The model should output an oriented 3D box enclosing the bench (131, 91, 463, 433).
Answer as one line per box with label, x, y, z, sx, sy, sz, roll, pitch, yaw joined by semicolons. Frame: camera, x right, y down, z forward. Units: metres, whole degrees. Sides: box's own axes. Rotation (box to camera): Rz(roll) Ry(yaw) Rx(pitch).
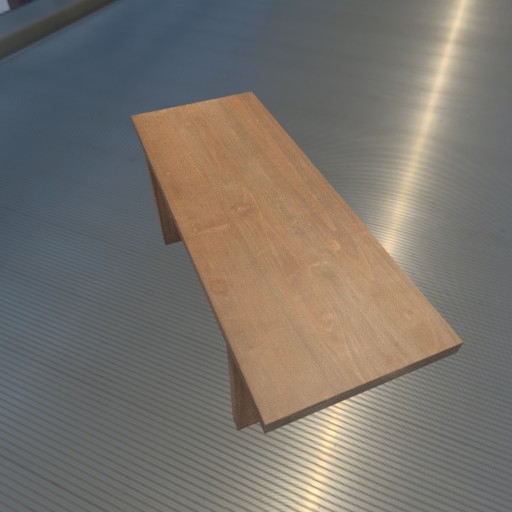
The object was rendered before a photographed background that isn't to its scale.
bench;0.000;0.000;1.415;0.458;0.458;1.183;-17;50;-15
